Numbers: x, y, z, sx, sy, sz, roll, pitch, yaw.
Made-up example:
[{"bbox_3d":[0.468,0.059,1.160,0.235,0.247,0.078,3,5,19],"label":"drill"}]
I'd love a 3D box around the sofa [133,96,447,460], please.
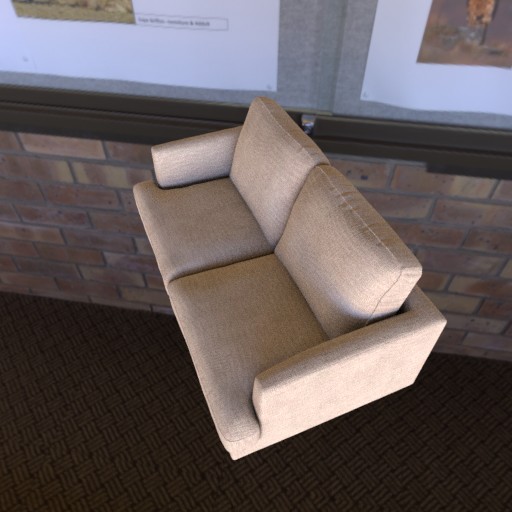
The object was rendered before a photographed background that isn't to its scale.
[{"bbox_3d":[0.000,0.000,2.157,0.903,0.944,1.582,-17,50,-15],"label":"sofa"}]
